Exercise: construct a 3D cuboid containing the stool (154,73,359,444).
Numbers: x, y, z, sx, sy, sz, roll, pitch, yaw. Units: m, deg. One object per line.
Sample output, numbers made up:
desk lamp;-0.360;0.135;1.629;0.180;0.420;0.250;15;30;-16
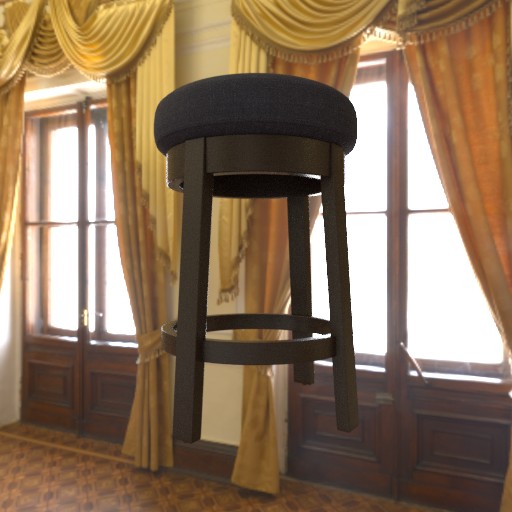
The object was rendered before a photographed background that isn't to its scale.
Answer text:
stool;0.000;0.000;0.955;0.449;0.655;0.449;0;0;0
